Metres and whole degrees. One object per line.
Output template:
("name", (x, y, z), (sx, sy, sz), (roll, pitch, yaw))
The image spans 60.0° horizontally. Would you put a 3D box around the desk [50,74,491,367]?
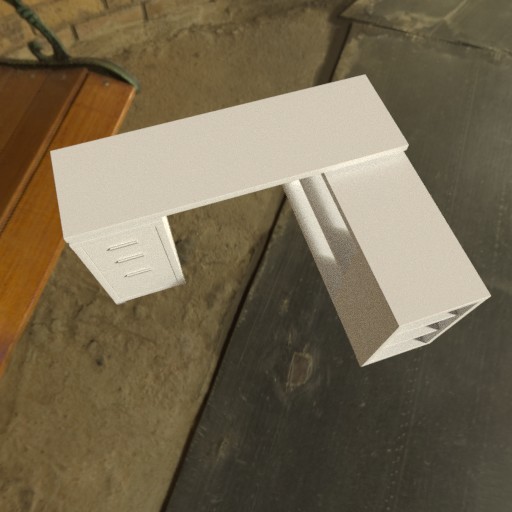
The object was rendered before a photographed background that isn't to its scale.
("desk", (0.000, 0.000, 2.148), (1.524, 0.753, 1.200), (-16, 65, -8))
